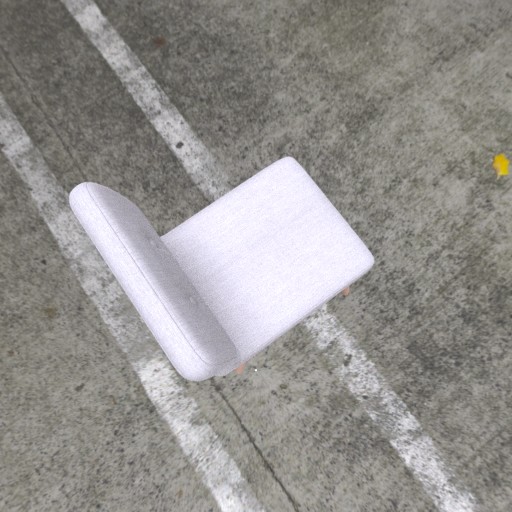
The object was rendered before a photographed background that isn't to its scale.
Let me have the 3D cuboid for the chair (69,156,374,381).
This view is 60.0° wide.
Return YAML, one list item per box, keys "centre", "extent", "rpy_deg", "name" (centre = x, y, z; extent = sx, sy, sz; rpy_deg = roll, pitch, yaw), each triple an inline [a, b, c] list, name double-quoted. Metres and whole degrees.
- centre: [0.000, 0.000, 1.183]
  extent: [0.550, 0.885, 0.435]
  rpy_deg: [-35, 78, -8]
  name: "chair"
